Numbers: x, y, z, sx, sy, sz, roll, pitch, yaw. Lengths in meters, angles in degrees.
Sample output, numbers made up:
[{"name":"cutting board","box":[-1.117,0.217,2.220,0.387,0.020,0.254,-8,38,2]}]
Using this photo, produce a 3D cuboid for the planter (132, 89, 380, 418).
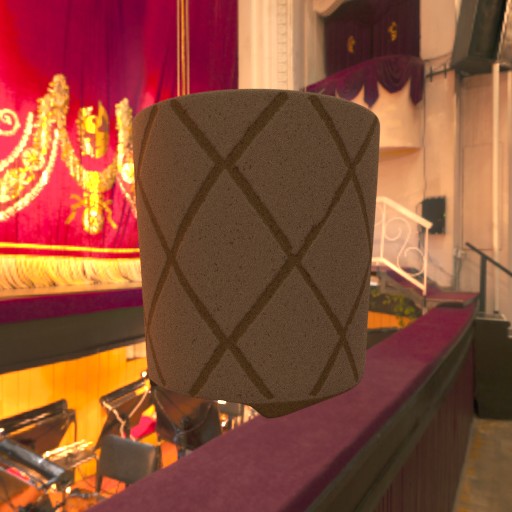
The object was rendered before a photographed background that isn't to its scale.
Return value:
[{"name":"planter","box":[0.000,0.000,0.355,0.191,0.199,0.191,0,1,0]}]
